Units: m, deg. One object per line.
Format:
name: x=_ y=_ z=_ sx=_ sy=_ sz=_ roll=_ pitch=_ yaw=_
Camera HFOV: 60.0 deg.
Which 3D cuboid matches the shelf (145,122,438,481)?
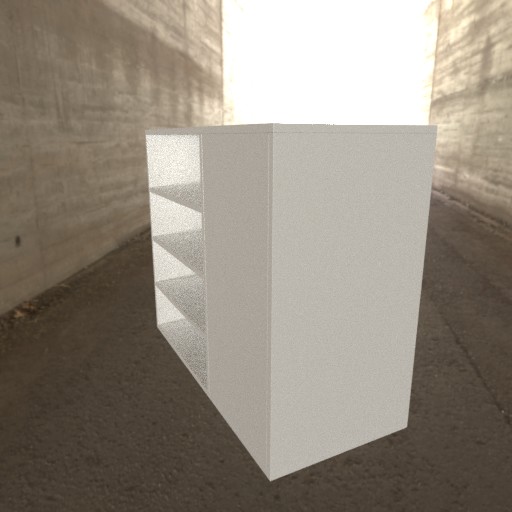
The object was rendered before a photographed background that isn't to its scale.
shelf: x=0.000 y=0.000 z=1.320 sx=0.396 sy=0.732 sz=0.895 roll=-8 pitch=17 yaw=-26
